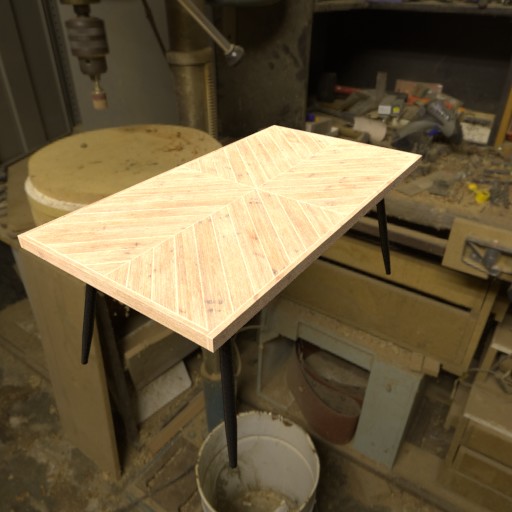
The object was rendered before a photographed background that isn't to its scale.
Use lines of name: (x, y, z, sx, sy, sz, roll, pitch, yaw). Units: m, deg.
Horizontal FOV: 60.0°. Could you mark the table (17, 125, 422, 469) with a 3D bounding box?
table: (0.000, 0.000, 2.304, 0.991, 0.762, 1.803, 21, 38, 29)
